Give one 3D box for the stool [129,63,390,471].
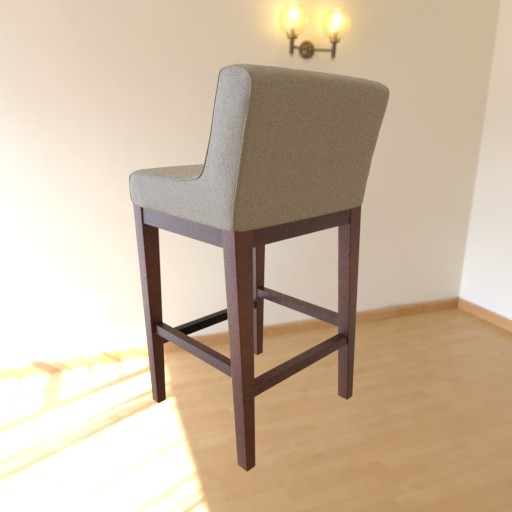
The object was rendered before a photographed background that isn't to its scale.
[{"bbox_3d":[0.000,0.000,1.255,0.511,0.937,0.500,-15,22,-42],"label":"stool"}]
